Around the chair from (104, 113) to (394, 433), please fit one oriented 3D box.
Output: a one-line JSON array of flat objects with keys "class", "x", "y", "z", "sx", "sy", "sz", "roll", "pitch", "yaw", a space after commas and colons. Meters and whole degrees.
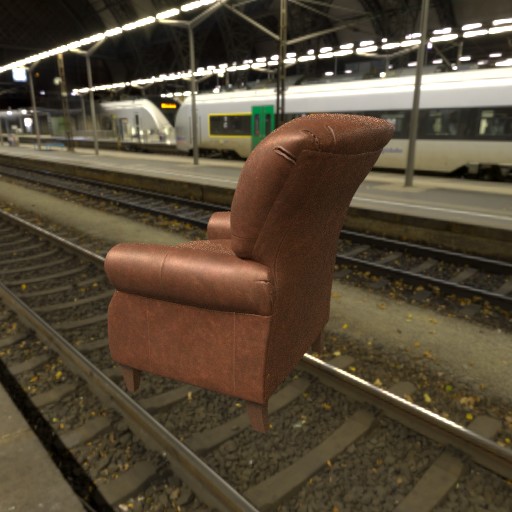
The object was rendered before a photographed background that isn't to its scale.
[{"class": "chair", "x": 0.000, "y": 0.000, "z": 1.925, "sx": 1.031, "sy": 1.162, "sz": 0.979, "roll": 8, "pitch": 18, "yaw": 25}]
